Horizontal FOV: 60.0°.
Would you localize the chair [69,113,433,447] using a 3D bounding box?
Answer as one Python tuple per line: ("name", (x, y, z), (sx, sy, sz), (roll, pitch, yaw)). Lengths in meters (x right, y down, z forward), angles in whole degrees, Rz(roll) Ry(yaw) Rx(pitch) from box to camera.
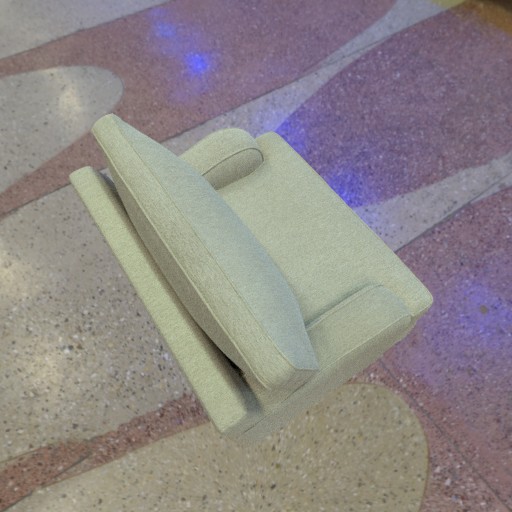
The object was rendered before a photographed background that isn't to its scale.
("chair", (0.000, 0.000, 1.933), (1.041, 1.016, 1.220), (-30, 64, -16))
